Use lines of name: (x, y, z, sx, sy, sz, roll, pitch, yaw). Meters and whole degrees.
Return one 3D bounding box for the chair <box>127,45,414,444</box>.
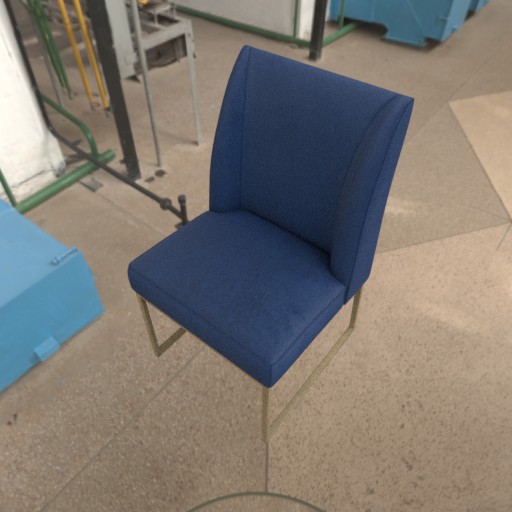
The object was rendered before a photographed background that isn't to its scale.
chair: (0.000, 0.000, 1.209, 0.508, 0.863, 0.522, 30, 53, 26)
